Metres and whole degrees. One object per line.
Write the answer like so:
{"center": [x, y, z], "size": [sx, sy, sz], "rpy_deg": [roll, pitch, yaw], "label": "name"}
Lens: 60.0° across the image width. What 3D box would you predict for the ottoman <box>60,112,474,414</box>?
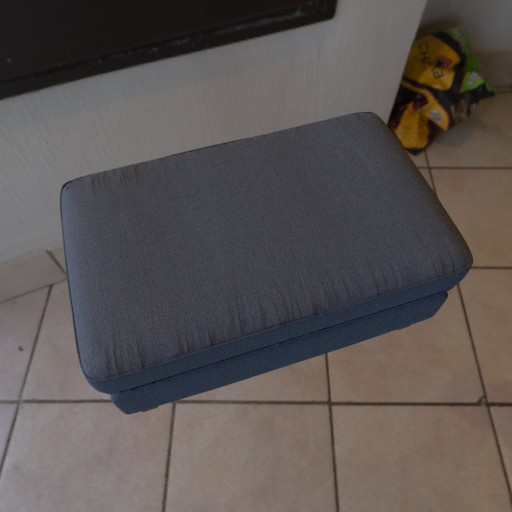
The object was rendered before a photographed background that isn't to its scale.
{"center": [0.000, 0.000, 1.194], "size": [0.885, 0.438, 0.570], "rpy_deg": [-15, 60, -9], "label": "ottoman"}
